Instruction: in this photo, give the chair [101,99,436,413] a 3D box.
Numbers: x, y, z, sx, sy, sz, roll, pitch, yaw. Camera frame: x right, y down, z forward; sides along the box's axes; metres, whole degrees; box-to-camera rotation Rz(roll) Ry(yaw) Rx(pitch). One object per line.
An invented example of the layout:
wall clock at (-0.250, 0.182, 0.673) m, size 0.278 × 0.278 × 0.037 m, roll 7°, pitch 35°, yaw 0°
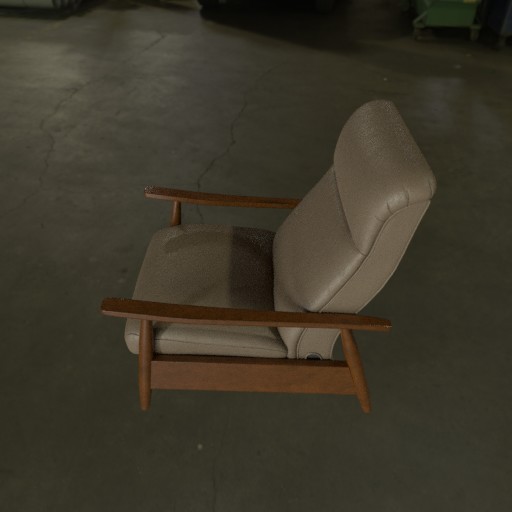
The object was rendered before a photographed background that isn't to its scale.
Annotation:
chair at (0.000, 0.000, 1.779) m, size 1.014 × 1.082 × 0.762 m, roll 0°, pitch 41°, yaw 1°
